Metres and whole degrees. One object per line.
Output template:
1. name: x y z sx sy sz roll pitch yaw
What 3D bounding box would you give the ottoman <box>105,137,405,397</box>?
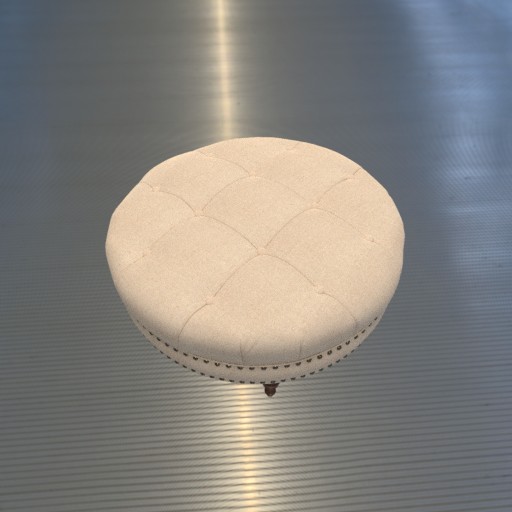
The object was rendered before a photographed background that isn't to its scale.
1. ottoman: 0.000 0.000 1.523 0.940 0.483 0.940 0 47 0
